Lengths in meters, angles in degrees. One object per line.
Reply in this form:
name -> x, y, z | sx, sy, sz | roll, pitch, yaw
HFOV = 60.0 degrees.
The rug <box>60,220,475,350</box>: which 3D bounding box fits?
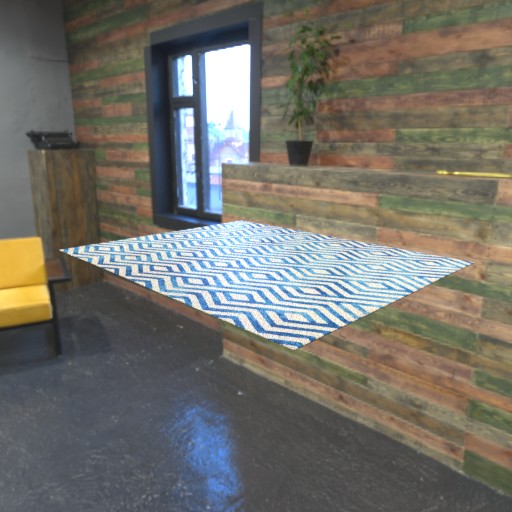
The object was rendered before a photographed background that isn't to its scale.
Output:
rug -> 0.000, 0.000, 4.158 | 2.453, 0.008, 3.059 | -14, 20, -43
